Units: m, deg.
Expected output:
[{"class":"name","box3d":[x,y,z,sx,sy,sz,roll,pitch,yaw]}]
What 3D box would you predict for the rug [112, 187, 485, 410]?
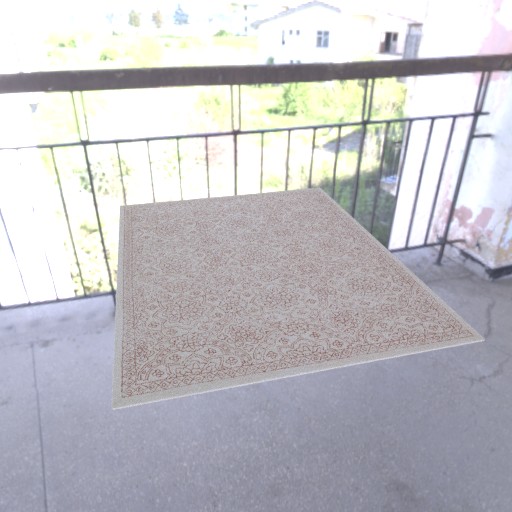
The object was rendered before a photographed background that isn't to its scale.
[{"class":"rug","box3d":[0.000,0.000,4.037,2.441,0.015,3.050,-7,30,-12]}]
